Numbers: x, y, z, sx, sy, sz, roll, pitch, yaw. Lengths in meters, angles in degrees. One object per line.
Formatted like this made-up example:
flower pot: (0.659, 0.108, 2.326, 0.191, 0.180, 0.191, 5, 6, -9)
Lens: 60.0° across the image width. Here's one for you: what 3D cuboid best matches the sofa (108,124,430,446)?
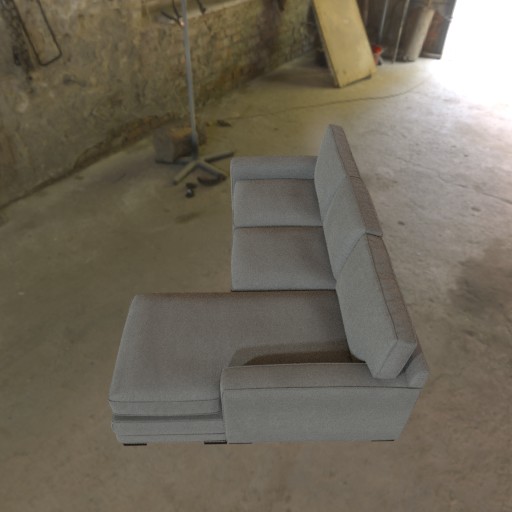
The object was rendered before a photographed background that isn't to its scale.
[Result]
sofa: (0.000, 0.000, 2.854, 1.496, 0.861, 2.087, -1, 42, -1)
